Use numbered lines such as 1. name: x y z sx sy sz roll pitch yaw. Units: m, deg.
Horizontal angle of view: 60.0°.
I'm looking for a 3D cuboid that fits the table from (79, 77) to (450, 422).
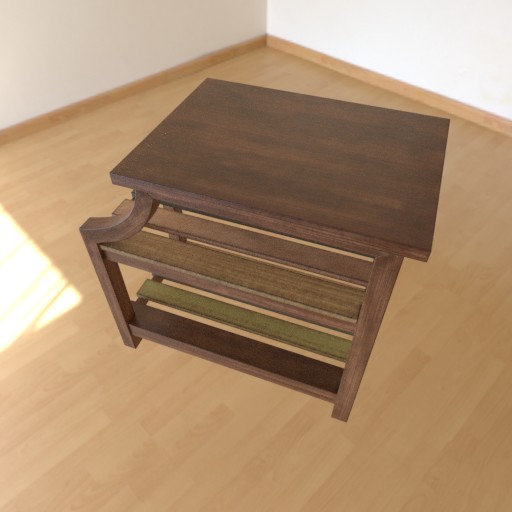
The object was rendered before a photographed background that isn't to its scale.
1. table: 0.000 0.000 0.961 0.609 0.584 0.356 15 48 14
